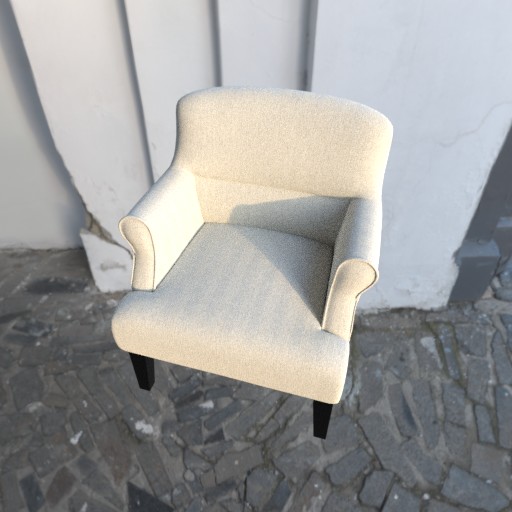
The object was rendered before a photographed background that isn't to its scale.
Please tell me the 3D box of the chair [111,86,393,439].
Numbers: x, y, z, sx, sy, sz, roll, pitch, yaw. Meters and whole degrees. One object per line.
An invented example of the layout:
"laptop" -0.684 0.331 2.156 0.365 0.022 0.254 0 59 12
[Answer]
"chair" 0.000 0.000 1.494 0.781 0.875 0.750 11 42 12
